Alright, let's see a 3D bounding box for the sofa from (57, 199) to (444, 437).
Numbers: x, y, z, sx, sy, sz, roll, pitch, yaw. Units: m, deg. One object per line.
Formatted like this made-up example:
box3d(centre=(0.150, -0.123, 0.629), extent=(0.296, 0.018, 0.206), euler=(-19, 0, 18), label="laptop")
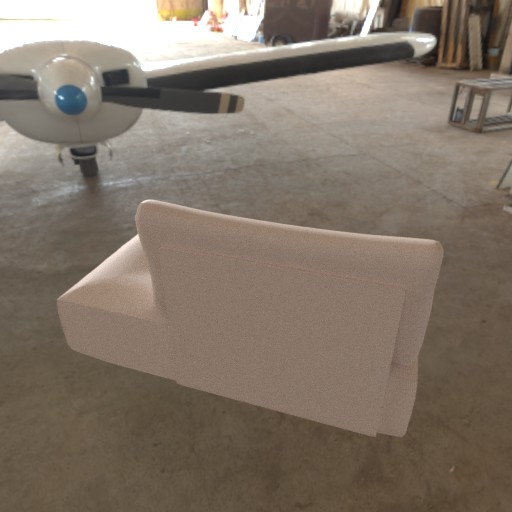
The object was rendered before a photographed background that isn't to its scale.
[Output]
box3d(centre=(0.000, 0.000, 1.997), extent=(1.450, 0.820, 1.000), euler=(10, 32, 16), label="sofa")
